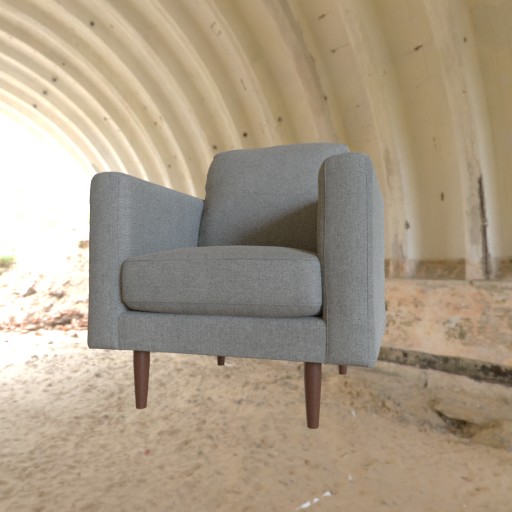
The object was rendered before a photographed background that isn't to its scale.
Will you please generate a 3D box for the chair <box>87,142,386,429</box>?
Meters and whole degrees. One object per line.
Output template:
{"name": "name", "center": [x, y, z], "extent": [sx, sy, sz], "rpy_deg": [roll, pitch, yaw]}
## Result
{"name": "chair", "center": [0.000, 0.000, 1.563], "extent": [0.855, 0.927, 0.800], "rpy_deg": [-1, -2, 18]}
